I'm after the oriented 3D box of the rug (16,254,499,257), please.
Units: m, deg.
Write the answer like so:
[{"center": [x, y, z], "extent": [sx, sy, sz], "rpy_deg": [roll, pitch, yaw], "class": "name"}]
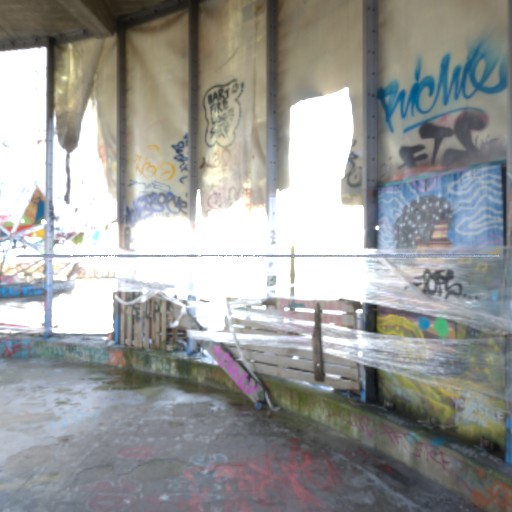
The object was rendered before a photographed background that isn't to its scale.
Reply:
[{"center": [0.000, 0.000, 2.806], "extent": [2.206, 0.014, 1.578], "rpy_deg": [0, 0, -2], "class": "rug"}]
